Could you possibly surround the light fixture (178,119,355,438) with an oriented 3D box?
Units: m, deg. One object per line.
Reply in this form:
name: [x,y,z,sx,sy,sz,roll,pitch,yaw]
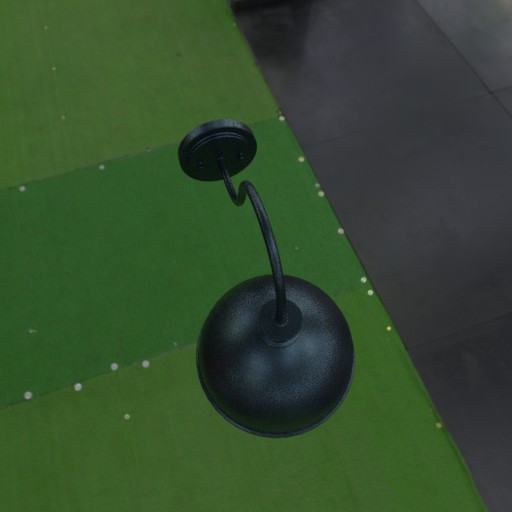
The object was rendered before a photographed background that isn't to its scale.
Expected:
light fixture: [0.000,0.000,0.630,0.253,0.295,0.467,-15,64,-8]
